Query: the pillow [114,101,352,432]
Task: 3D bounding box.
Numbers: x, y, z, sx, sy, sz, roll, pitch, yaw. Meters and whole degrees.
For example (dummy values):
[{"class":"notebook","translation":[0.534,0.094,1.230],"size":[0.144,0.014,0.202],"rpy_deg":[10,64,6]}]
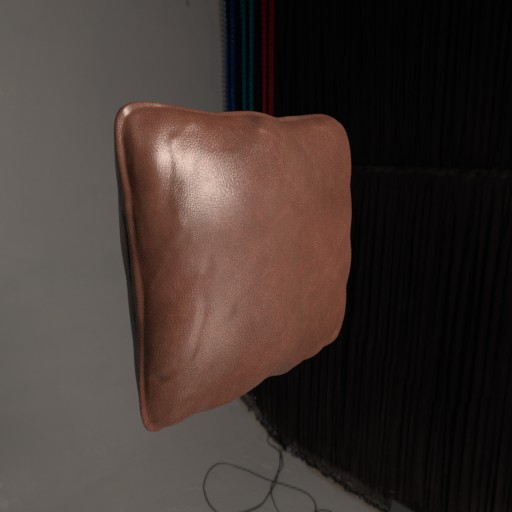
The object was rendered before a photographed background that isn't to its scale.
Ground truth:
[{"class":"pillow","translation":[0.000,0.000,0.830],"size":[0.236,0.523,0.532],"rpy_deg":[14,20,43]}]
